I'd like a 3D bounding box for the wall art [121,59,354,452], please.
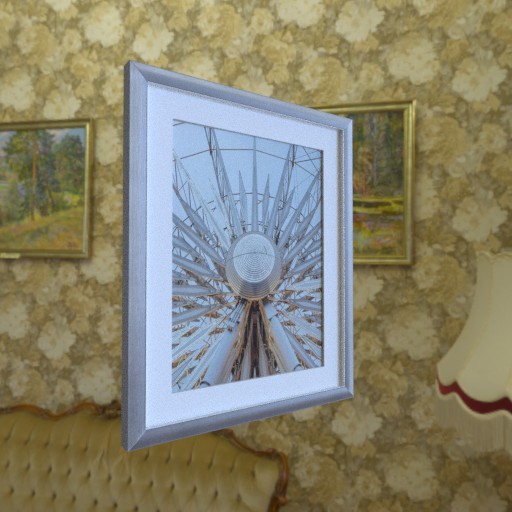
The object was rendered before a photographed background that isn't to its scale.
[{"bbox_3d":[0.000,0.000,0.770,0.458,0.558,0.029,1,-2,-35],"label":"wall art"}]
